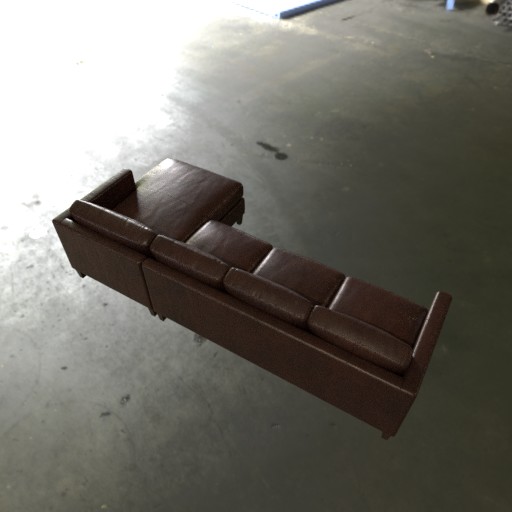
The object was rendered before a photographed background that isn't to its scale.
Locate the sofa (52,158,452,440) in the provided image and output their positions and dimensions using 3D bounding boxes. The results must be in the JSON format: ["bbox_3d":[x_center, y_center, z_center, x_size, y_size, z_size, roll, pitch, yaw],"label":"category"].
[{"bbox_3d":[0.000,0.000,3.946,3.203,0.883,1.581,23,50,21],"label":"sofa"}]
